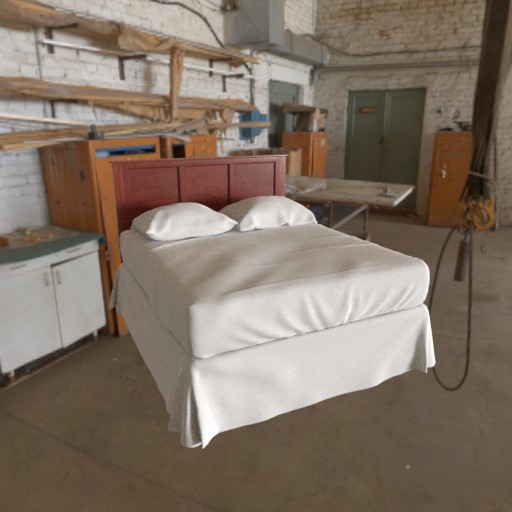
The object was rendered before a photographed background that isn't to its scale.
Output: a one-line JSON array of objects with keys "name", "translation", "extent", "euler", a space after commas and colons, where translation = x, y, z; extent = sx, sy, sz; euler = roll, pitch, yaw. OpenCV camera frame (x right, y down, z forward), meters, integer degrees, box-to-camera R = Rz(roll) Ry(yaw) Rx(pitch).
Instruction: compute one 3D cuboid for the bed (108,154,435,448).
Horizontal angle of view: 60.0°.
[{"name": "bed", "translation": [0.000, 0.000, 3.226], "extent": [1.870, 1.270, 2.050], "euler": [-8, 19, -25]}]
